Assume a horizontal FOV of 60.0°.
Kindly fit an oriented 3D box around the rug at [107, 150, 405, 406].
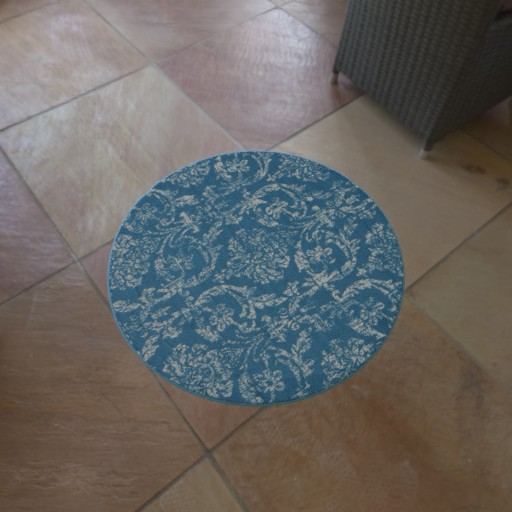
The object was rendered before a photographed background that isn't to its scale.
[{"bbox_3d":[0.000,0.000,2.410,1.593,0.012,1.593,0,58,0],"label":"rug"}]
